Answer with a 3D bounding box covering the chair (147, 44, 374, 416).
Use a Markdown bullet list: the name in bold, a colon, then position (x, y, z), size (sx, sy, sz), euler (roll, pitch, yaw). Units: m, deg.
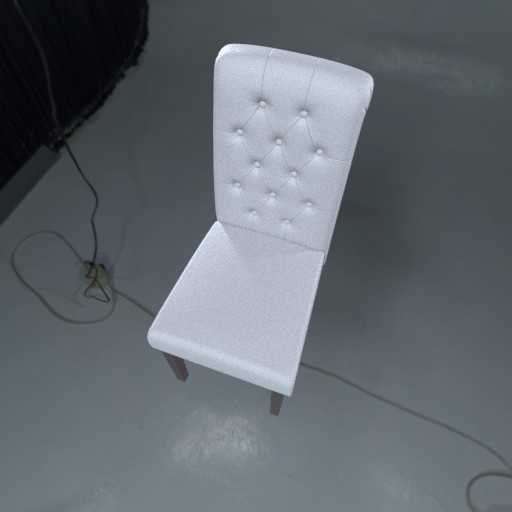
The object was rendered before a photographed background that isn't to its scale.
- **chair**: position (0.000, 0.000, 1.381), size (0.456, 1.006, 0.671), euler (17, 59, 10)
